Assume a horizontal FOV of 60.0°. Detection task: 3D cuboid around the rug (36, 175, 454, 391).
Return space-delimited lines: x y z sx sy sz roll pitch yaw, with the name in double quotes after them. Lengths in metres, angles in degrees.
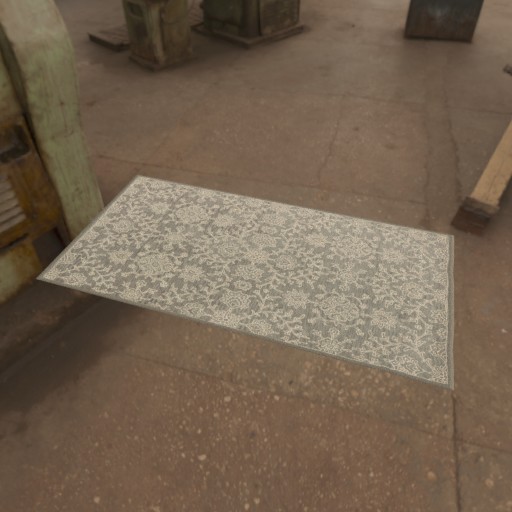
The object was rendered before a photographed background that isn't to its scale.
0.000 0.000 3.592 3.048 0.011 1.546 13 44 13 "rug"
